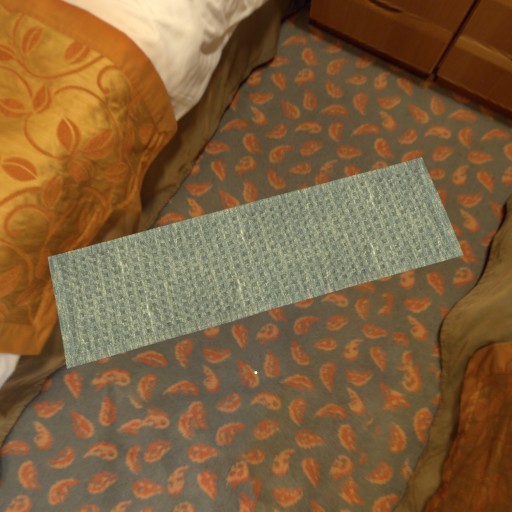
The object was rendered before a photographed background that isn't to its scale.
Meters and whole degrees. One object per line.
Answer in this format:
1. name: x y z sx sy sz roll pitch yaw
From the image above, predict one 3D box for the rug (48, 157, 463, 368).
1. rug: 0.000 0.000 2.704 2.443 0.008 0.688 -15 76 -4
